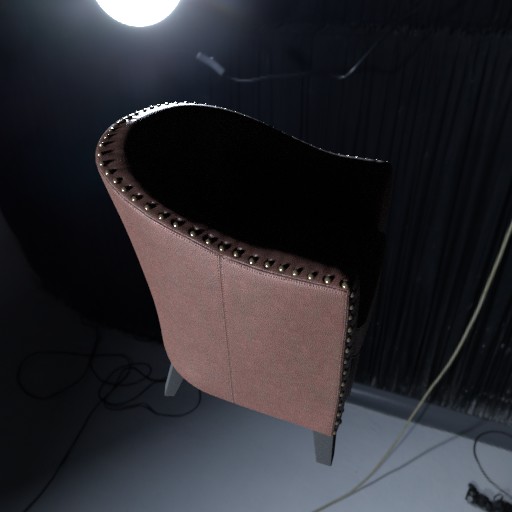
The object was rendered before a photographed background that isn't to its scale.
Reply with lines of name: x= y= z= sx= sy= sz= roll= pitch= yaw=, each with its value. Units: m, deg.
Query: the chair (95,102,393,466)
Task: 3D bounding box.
chair: x=0.000 y=0.000 z=1.372 sx=0.748 sy=0.823 sz=0.794 roll=11 pitch=32 yaw=17
